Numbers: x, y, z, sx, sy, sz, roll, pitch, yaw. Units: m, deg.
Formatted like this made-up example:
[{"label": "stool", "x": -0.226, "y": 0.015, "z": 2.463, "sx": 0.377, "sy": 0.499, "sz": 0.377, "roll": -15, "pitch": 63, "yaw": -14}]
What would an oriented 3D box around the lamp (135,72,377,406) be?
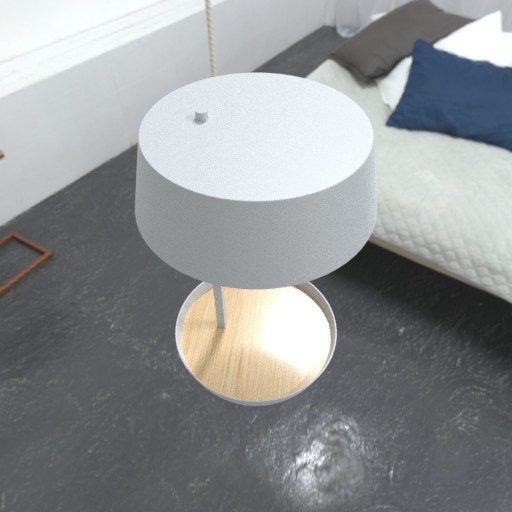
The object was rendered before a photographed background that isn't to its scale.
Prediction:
[{"label": "lamp", "x": 0.000, "y": 0.000, "z": 0.622, "sx": 0.291, "sy": 0.429, "sz": 0.291, "roll": 0, "pitch": 48, "yaw": 0}]
